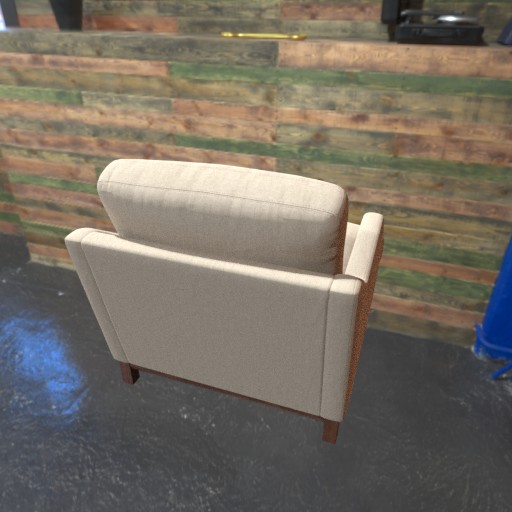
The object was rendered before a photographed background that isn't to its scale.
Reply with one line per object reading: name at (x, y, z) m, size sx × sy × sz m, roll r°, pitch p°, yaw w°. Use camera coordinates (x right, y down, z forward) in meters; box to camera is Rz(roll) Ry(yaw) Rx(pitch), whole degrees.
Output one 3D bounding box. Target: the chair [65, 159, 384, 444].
chair at (0.000, 0.000, 1.727) m, size 0.912 × 0.916 × 1.001 m, roll 10°, pitch 31°, yaw 17°
